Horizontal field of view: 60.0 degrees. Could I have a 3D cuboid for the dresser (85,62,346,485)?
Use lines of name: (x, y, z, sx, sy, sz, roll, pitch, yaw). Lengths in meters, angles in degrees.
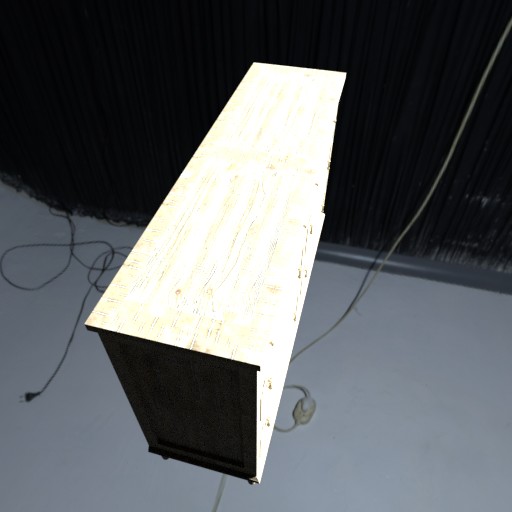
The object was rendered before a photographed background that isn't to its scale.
dresser: (0.000, 0.000, 1.980, 0.457, 1.016, 1.626, 11, 47, 10)
